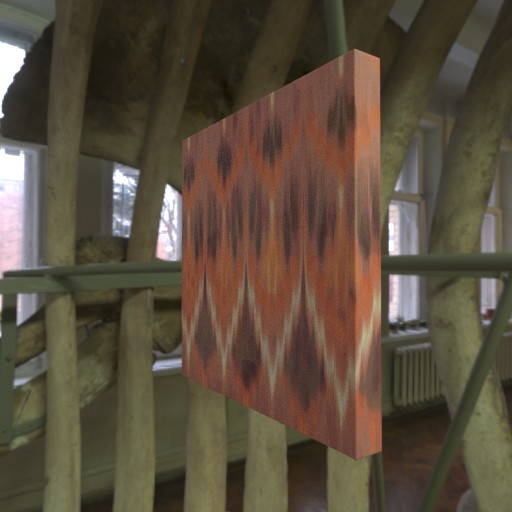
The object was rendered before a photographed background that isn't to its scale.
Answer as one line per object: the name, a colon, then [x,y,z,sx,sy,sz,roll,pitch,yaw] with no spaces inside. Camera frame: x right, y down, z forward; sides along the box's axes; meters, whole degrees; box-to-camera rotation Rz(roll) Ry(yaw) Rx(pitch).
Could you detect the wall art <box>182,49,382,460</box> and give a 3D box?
wall art: [0.000,0.000,0.613,0.038,0.406,0.403,1,-1,-34]
